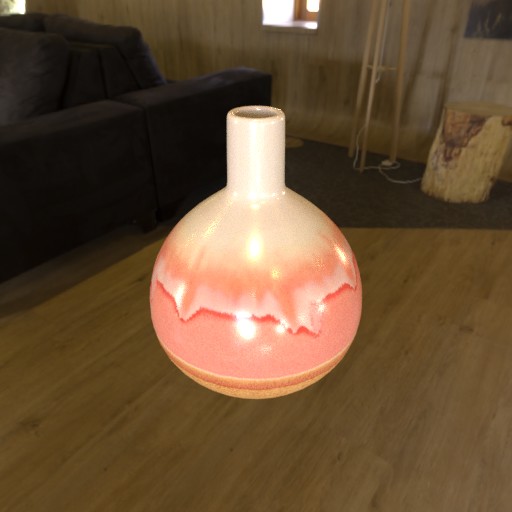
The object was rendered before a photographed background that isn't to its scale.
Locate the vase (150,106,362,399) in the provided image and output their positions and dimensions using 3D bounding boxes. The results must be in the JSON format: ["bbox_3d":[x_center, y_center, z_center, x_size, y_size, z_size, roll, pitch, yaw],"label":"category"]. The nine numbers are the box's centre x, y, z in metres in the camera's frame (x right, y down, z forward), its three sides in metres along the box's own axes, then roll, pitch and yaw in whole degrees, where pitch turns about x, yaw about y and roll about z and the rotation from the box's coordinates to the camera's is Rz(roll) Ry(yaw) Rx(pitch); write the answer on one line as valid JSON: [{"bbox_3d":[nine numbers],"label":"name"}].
[{"bbox_3d":[0.000,0.000,0.277,0.137,0.176,0.137,0,32,0],"label":"vase"}]
